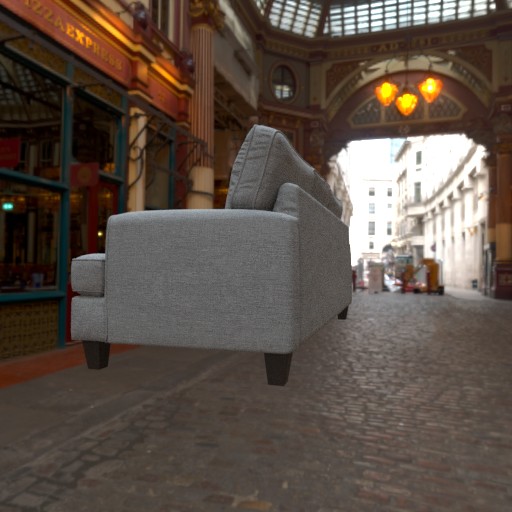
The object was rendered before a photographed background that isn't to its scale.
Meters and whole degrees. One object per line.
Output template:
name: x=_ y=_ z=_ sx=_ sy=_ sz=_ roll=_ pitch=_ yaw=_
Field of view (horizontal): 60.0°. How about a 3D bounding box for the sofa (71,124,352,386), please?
sofa: x=0.000 y=0.000 z=2.678 sx=0.951 sy=0.965 sz=2.158 roll=0 pitch=-1 yaw=18
